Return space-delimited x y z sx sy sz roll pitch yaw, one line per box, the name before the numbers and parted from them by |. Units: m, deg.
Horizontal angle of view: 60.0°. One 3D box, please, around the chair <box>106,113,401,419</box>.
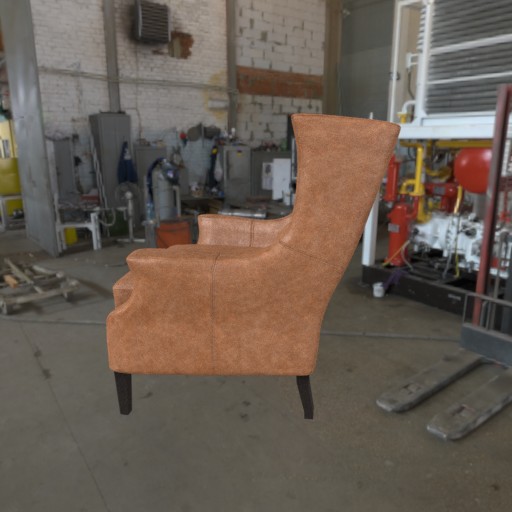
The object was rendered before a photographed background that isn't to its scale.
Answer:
chair | 0.000 0.000 1.725 0.926 1.016 0.853 2 14 9
